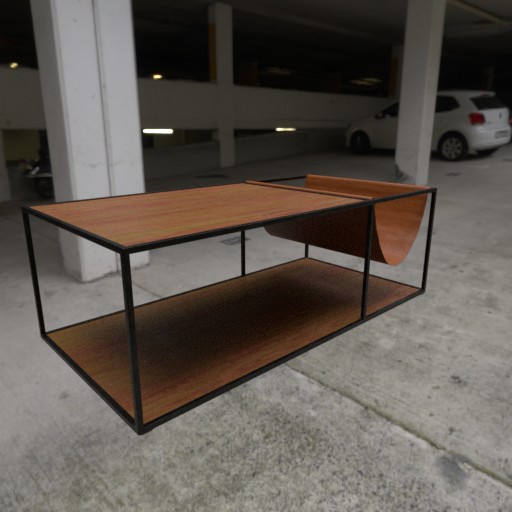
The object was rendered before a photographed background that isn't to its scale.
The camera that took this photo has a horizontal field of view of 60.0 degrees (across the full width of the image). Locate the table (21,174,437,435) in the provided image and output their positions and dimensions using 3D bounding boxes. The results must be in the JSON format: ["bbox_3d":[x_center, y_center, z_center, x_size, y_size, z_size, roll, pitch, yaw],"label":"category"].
[{"bbox_3d":[0.000,0.000,1.447,1.199,0.403,0.597,-15,22,-41],"label":"table"}]
